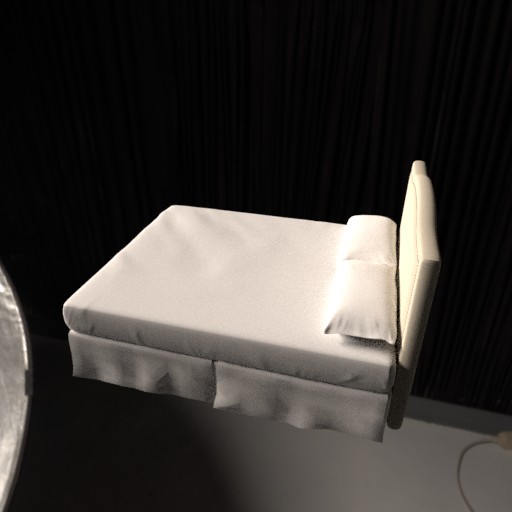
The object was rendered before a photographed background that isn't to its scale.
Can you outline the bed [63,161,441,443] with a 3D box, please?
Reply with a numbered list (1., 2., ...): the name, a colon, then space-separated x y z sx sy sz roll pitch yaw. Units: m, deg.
1. bed: 0.000 0.000 3.599 2.477 1.437 1.977 8 31 13
